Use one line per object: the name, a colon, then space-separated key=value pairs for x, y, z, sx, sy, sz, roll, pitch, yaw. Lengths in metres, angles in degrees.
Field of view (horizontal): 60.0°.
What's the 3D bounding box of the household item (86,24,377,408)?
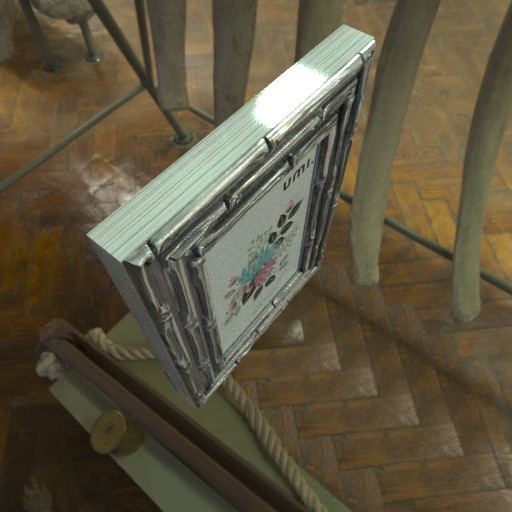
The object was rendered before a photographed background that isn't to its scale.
household item: x=0.000 y=0.000 z=0.278 sx=0.025 sy=0.216 sz=0.165 roll=35 pitch=65 yaw=19
